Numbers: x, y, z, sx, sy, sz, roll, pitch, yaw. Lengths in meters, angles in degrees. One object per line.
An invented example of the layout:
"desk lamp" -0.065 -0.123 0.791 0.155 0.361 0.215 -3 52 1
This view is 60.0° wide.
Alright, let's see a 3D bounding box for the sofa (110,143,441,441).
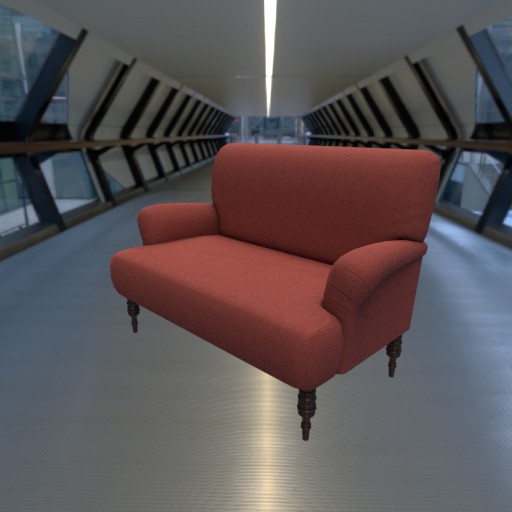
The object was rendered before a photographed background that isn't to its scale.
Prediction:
"sofa" 0.000 0.000 1.882 0.779 0.889 1.297 -15 22 -42
